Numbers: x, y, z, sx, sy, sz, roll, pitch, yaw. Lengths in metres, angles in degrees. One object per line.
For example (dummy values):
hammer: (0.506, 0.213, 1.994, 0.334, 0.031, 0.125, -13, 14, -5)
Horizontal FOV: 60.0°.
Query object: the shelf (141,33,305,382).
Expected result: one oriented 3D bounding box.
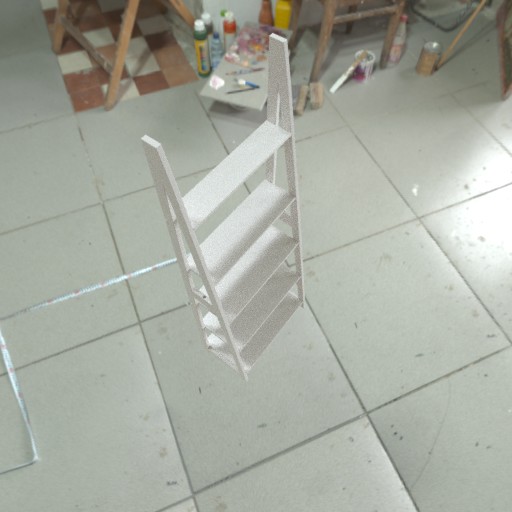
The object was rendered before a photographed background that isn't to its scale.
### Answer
shelf: (0.000, 0.000, 2.094, 0.341, 1.779, 0.636, 33, 65, 18)
